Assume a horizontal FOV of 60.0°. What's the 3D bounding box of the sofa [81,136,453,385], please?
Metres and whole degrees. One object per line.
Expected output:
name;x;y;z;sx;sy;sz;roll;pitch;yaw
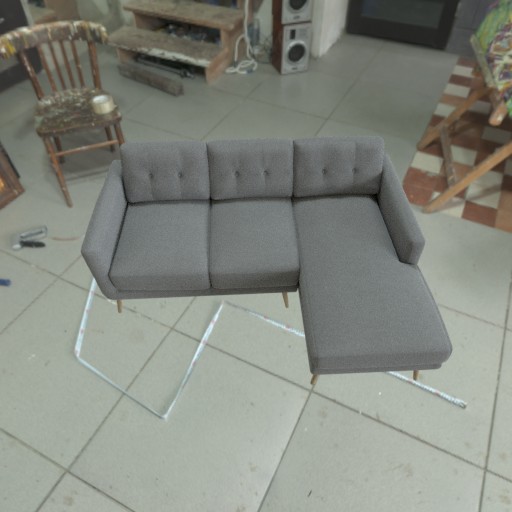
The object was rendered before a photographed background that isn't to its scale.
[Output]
sofa;0.000;0.000;2.820;2.040;0.860;1.530;-2;47;-2
